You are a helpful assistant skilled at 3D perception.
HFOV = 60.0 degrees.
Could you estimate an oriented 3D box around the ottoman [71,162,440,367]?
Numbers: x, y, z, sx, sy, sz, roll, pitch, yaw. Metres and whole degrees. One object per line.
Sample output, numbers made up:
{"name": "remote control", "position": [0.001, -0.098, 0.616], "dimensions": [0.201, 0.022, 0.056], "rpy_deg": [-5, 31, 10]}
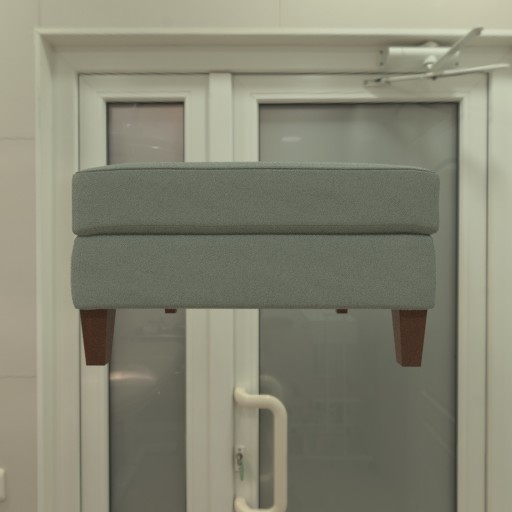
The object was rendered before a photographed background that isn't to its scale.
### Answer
{"name": "ottoman", "position": [0.000, 0.000, 1.457], "dimensions": [0.842, 0.494, 0.991], "rpy_deg": [0, 1, 1]}
